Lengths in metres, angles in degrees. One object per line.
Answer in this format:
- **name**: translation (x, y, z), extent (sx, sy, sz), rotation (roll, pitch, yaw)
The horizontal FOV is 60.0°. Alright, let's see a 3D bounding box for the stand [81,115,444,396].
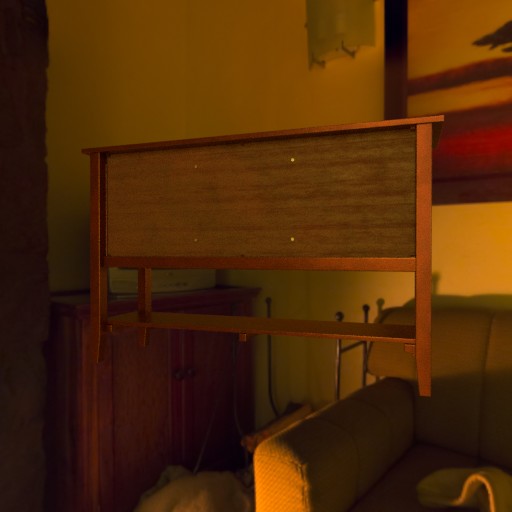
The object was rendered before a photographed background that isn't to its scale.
- **stand**: translation (0.000, 0.000, 1.776), extent (1.362, 0.872, 0.410), rotation (0, 1, 19)
